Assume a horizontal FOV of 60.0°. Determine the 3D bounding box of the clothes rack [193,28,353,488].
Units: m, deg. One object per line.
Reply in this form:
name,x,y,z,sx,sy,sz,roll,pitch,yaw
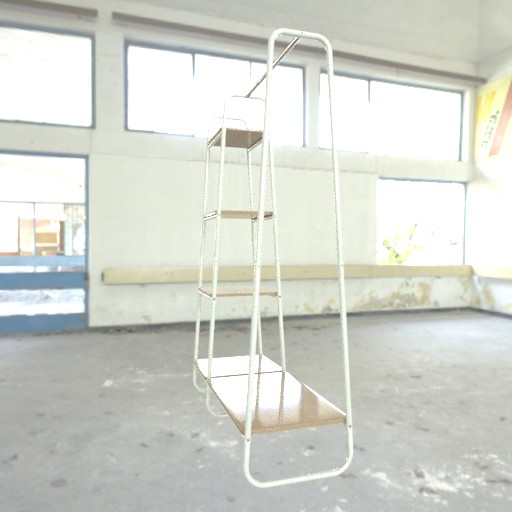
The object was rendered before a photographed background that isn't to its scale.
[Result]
clothes rack,0.000,0.000,1.947,0.400,1.500,1.011,0,1,-17
